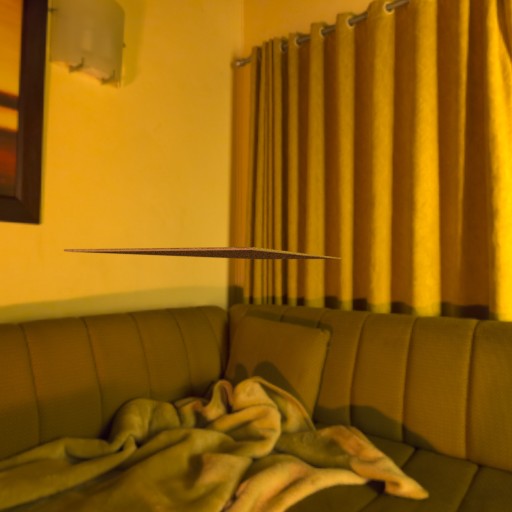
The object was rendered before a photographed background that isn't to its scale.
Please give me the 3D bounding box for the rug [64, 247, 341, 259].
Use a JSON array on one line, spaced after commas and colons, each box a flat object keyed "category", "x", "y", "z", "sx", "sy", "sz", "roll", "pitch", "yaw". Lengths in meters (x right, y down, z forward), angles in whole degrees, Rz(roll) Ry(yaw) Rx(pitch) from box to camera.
[{"category": "rug", "x": 0.000, "y": 0.000, "z": 2.707, "sx": 0.750, "sy": 0.009, "sz": 2.435, "roll": 0, "pitch": -1, "yaw": 18}]
